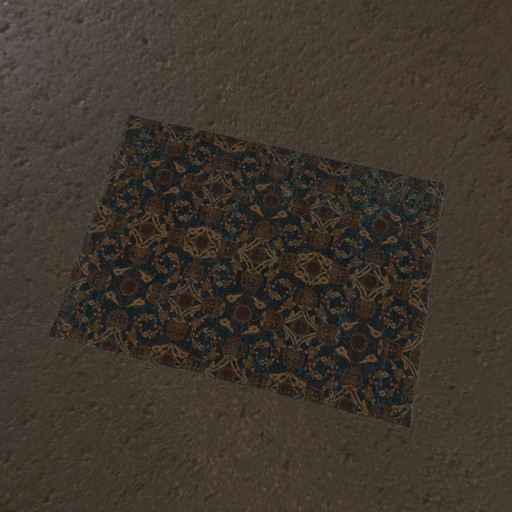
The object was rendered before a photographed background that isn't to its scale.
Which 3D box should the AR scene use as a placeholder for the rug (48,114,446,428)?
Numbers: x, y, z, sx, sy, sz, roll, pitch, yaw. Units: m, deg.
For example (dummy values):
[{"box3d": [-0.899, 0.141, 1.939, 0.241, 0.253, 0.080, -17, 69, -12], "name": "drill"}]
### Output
[{"box3d": [0.000, 0.000, 4.183, 3.291, 0.013, 2.337, 13, 75, 4], "name": "rug"}]
